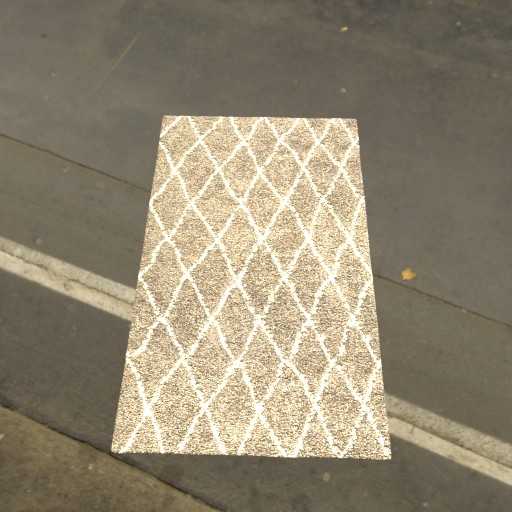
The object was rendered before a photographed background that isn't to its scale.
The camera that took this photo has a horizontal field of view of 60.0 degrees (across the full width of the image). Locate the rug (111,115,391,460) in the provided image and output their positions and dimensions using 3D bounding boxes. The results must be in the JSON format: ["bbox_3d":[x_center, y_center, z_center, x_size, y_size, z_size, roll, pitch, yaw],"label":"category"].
[{"bbox_3d":[0.000,0.000,2.951,1.524,0.030,2.438,1,63,1],"label":"rug"}]
